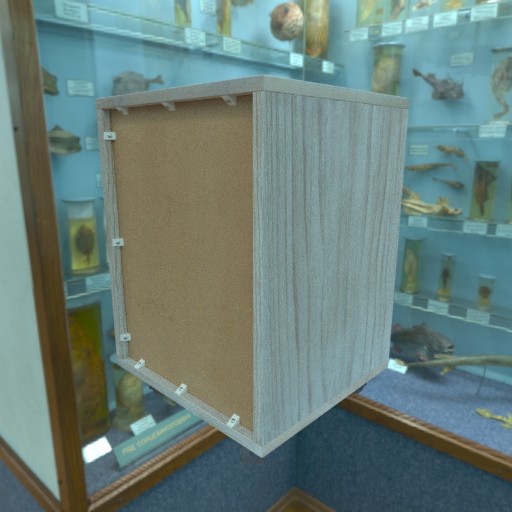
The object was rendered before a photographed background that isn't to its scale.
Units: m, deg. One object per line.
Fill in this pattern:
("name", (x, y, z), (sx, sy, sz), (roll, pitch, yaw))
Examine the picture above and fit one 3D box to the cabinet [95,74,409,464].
("cabinet", (0.000, 0.000, 0.863), (0.409, 0.579, 0.401), (13, 19, 42))
